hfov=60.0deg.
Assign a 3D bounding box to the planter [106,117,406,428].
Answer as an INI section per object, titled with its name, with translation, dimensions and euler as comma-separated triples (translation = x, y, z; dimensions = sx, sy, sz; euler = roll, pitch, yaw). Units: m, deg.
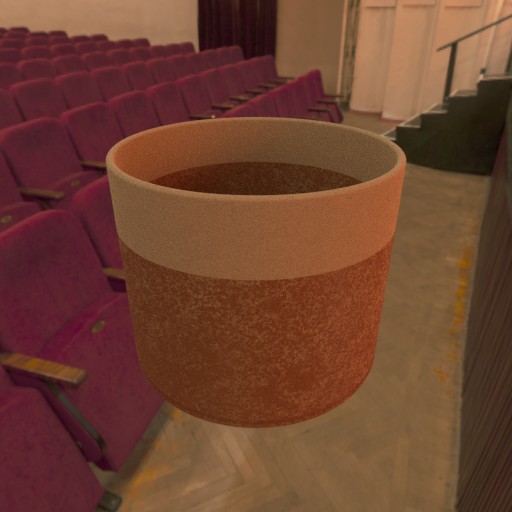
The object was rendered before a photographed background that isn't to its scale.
[planter]
translation = 0.000, 0.000, 0.276
dimensions = 0.159, 0.138, 0.159
euler = 0, 28, 0
